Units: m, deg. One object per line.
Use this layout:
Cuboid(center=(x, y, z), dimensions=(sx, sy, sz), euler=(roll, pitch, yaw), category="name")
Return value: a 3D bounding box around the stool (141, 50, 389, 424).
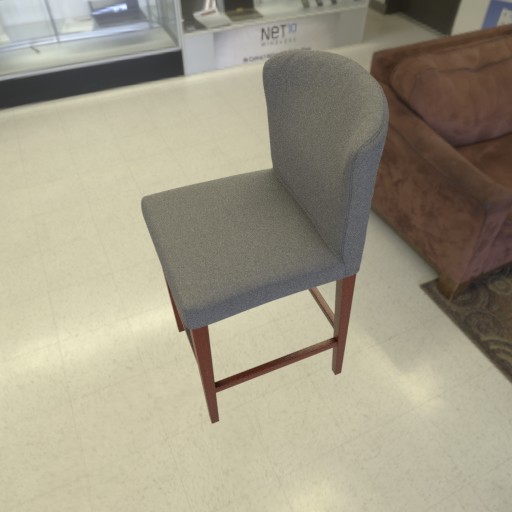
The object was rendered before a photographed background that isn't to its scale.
Cuboid(center=(0.000, 0.000, 1.353), dimensions=(0.568, 1.069, 0.481), euler=(-17, 49, -15), category="stool")
